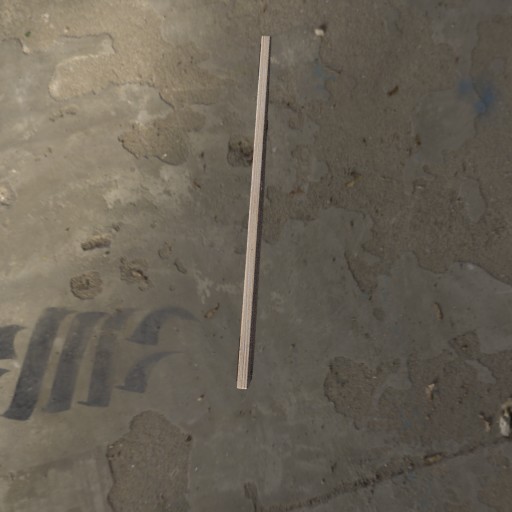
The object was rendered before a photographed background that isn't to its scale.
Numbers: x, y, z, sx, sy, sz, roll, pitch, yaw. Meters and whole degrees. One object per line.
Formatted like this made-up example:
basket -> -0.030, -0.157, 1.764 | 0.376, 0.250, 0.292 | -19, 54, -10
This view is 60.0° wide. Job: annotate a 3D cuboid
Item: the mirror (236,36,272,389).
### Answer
mirror -> 0.000, 0.000, 1.323 | 0.025, 0.996, 0.705 | 4, 77, 1
